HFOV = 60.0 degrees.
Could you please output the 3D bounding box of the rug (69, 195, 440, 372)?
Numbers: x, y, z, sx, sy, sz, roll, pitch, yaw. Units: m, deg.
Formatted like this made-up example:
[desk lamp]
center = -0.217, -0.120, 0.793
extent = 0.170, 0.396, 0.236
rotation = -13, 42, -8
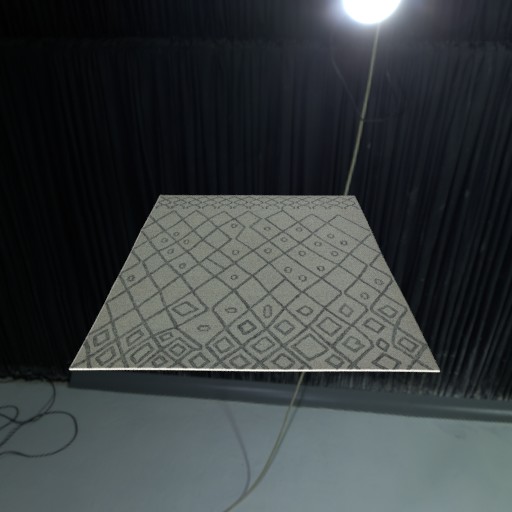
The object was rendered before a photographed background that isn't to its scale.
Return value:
[rug]
center = 0.000, 0.000, 4.236
extent = 2.446, 0.015, 3.046
rotation = 0, 30, 0
